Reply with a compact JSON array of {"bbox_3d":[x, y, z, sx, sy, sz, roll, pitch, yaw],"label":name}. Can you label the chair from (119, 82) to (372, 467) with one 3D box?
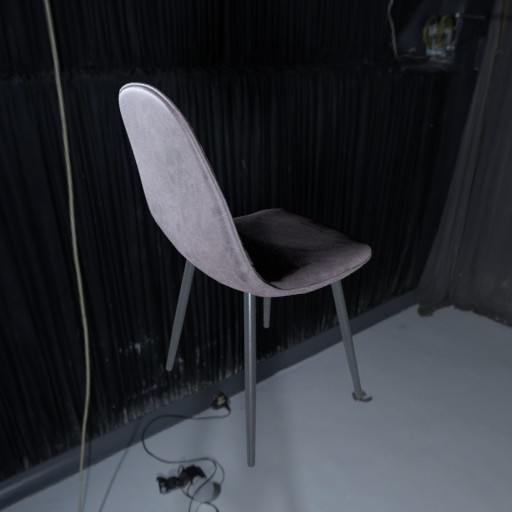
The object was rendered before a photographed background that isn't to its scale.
[{"bbox_3d":[0.000,0.000,1.184,0.561,0.889,0.472,-18,31,-33],"label":"chair"}]
